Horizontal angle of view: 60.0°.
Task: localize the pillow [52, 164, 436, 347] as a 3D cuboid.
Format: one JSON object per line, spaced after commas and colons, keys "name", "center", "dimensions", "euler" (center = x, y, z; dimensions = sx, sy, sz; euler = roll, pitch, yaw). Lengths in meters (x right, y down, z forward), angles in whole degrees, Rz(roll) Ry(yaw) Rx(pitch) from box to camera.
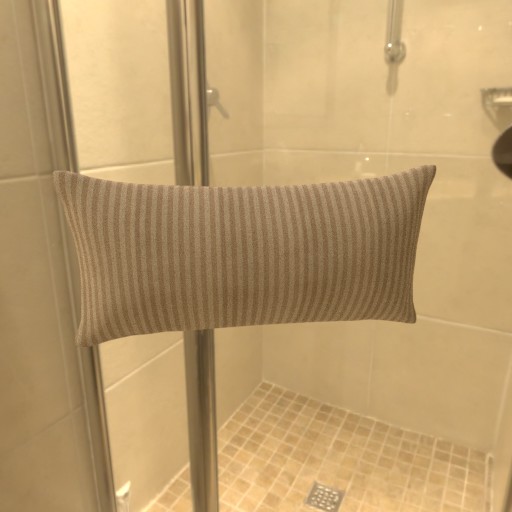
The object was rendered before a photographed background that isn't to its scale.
{"name": "pillow", "center": [0.000, 0.000, 0.746], "dimensions": [0.617, 0.295, 0.151], "euler": [-2, 17, -8]}
